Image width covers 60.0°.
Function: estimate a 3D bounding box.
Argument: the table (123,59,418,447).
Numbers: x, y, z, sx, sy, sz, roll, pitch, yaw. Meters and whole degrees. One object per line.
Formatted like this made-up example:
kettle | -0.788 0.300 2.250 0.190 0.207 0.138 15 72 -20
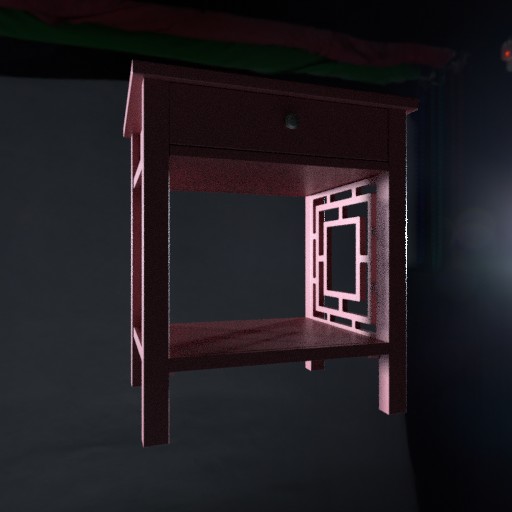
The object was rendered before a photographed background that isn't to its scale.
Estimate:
table | 0.000 0.000 1.072 0.599 0.686 0.451 0 0 -19
